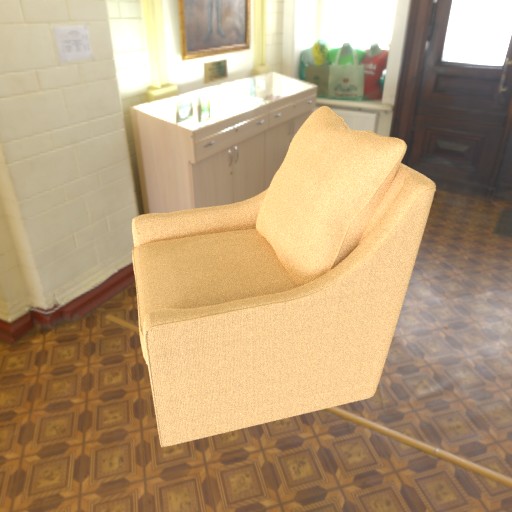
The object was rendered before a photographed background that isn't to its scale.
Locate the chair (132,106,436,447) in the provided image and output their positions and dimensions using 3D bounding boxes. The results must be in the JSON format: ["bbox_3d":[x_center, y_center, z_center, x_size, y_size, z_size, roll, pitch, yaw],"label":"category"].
[{"bbox_3d":[0.000,0.000,1.617,0.876,0.927,0.760,-8,30,-14],"label":"chair"}]
